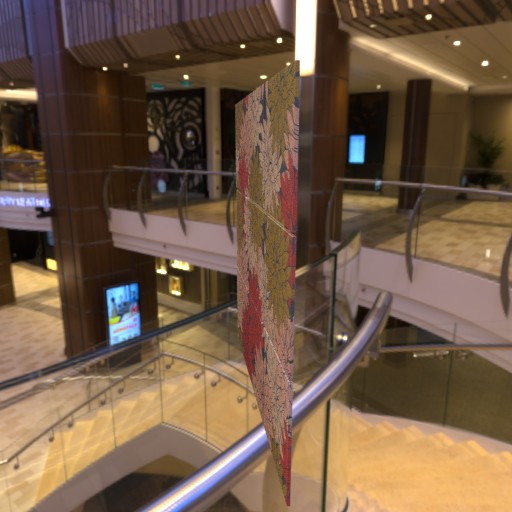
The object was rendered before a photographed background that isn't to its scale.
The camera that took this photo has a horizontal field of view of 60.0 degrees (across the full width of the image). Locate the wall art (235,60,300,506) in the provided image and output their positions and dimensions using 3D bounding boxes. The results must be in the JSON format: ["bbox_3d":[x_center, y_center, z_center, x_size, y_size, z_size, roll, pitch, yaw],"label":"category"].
[{"bbox_3d":[0.000,0.000,2.181,0.013,1.534,1.519,-2,14,-9],"label":"wall art"}]
